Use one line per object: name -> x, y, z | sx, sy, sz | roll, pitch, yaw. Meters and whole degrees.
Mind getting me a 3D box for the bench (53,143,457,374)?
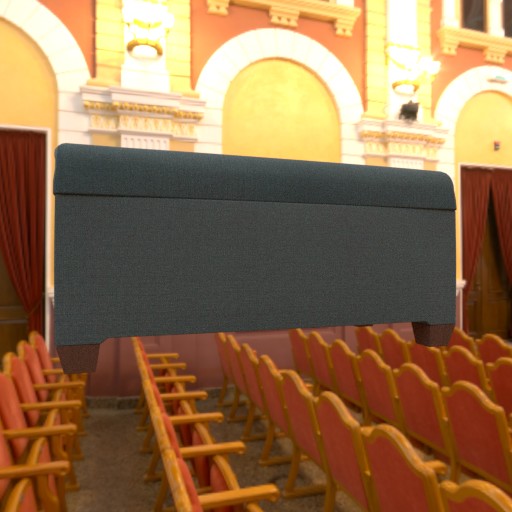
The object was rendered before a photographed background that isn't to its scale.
bench -> 0.000, 0.000, 1.222 | 0.995, 0.474, 0.476 | 0, 0, -18
